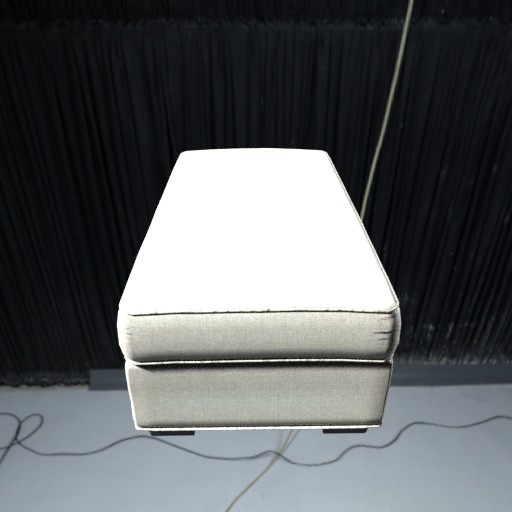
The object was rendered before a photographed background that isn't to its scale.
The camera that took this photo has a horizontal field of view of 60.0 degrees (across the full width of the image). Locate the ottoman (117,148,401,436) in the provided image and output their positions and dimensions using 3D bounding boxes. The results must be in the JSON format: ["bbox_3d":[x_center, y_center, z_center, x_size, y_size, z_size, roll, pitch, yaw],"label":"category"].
[{"bbox_3d":[0.000,0.000,1.464,0.617,0.448,1.097,0,31,-1],"label":"ottoman"}]
